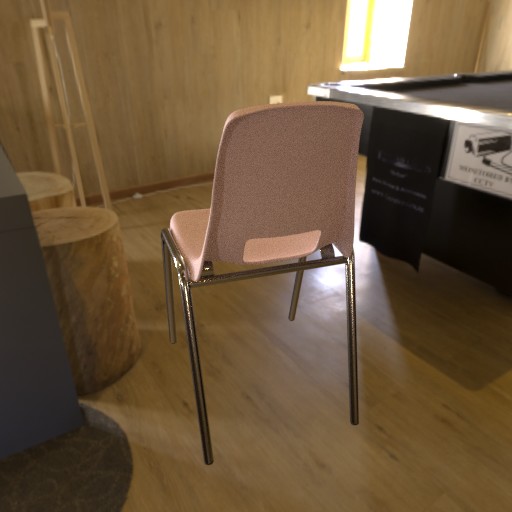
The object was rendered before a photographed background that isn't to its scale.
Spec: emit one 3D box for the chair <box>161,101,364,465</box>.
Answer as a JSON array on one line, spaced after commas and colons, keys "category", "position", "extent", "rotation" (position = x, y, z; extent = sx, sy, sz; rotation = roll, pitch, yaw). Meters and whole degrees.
[{"category": "chair", "position": [0.000, 0.000, 0.974], "extent": [0.381, 0.704, 0.436], "rotation": [-8, 29, -16]}]
